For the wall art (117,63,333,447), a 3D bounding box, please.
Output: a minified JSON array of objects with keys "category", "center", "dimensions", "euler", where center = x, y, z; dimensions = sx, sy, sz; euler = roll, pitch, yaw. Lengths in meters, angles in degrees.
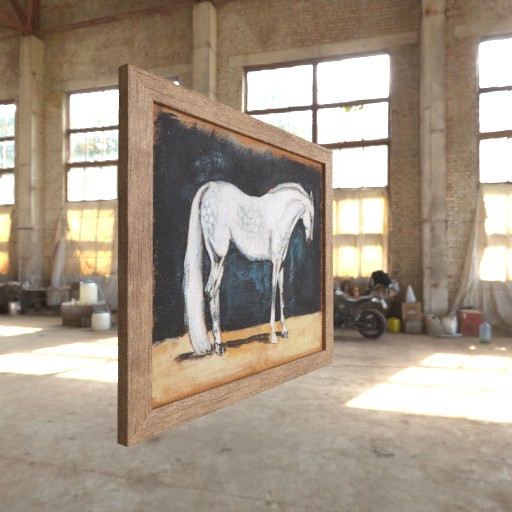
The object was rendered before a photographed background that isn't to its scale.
[{"category":"wall art","center":[0.000,0.000,0.962],"dimensions":[0.026,0.588,0.690],"euler":[0,-1,37]}]
